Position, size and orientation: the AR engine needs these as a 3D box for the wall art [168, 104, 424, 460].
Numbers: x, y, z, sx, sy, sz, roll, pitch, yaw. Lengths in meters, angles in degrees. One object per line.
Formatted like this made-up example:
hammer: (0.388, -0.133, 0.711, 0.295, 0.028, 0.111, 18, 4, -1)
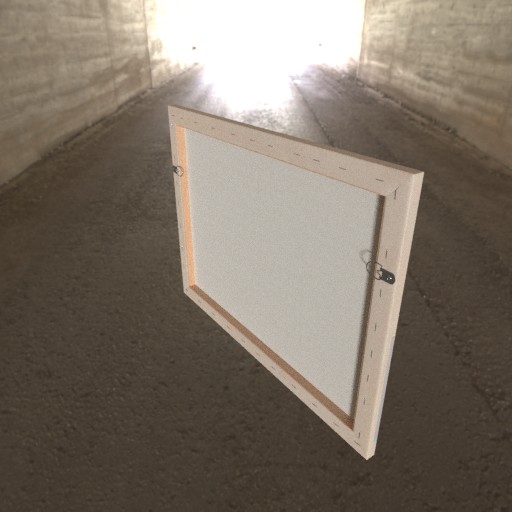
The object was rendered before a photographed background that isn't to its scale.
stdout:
wall art: (0.000, 0.000, 1.618, 0.042, 0.912, 1.219, -18, 32, -31)
